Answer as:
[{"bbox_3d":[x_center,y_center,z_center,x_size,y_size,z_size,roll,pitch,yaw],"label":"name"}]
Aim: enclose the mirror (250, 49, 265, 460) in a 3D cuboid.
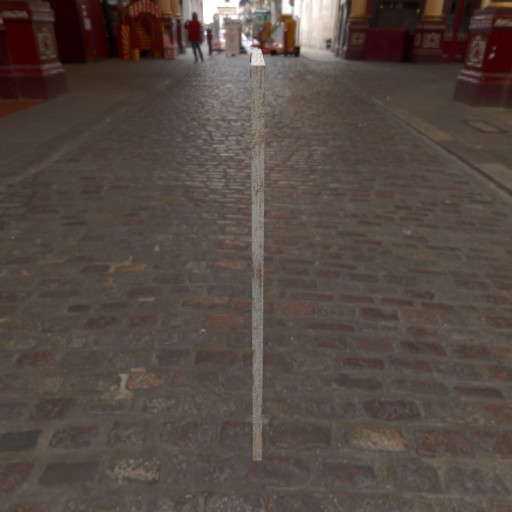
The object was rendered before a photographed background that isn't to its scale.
[{"bbox_3d":[0.000,0.000,1.115,0.027,0.922,0.472,0,28,0],"label":"mirror"}]
